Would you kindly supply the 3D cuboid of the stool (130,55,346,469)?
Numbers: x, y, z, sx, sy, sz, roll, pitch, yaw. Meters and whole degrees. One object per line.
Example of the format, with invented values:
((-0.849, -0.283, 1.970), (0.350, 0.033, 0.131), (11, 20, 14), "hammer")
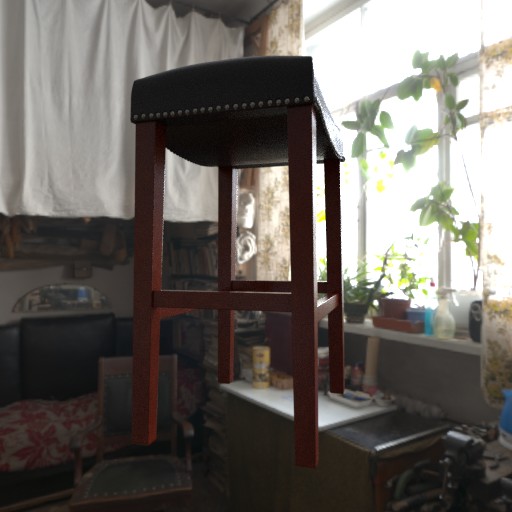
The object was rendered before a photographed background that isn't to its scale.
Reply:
((0.000, 0.000, 1.048), (0.372, 0.742, 0.504), (0, 0, 17), "stool")
